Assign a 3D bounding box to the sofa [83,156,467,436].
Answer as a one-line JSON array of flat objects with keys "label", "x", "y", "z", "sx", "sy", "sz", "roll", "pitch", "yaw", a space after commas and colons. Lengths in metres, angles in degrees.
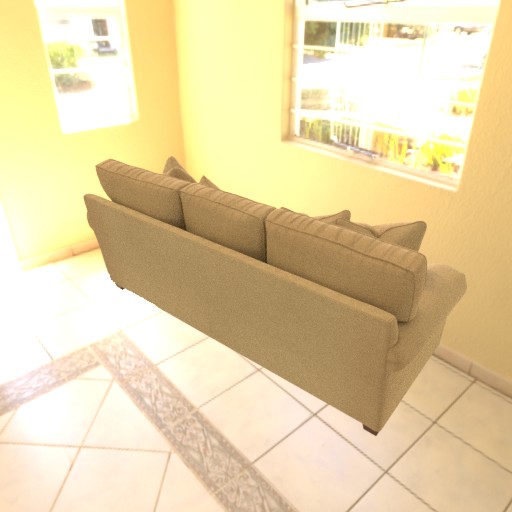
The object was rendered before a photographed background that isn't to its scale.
[{"label": "sofa", "x": 0.000, "y": 0.000, "z": 2.765, "sx": 2.312, "sy": 0.975, "sz": 0.965, "roll": 22, "pitch": 36, "yaw": 33}]
